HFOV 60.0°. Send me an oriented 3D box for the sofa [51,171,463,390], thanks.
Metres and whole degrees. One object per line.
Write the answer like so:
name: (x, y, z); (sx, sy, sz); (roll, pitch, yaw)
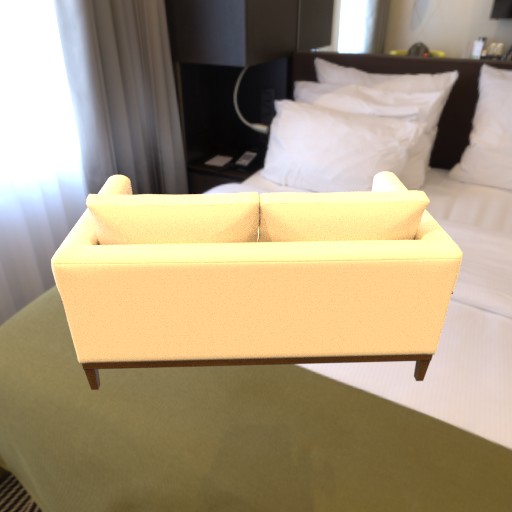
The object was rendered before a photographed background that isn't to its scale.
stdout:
sofa: (0.000, 0.000, 2.181); (1.598, 0.873, 0.905); (-1, 30, -2)
